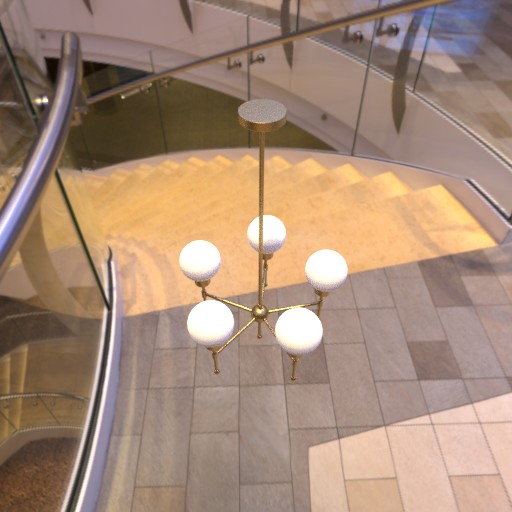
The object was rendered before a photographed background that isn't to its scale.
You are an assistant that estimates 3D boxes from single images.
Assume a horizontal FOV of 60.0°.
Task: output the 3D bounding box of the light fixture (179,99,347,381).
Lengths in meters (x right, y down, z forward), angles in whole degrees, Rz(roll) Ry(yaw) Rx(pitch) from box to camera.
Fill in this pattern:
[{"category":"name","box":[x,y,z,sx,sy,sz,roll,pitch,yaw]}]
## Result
[{"category":"light fixture","box":[0.000,0.000,1.922,0.815,1.331,0.785,33,54,28]}]
